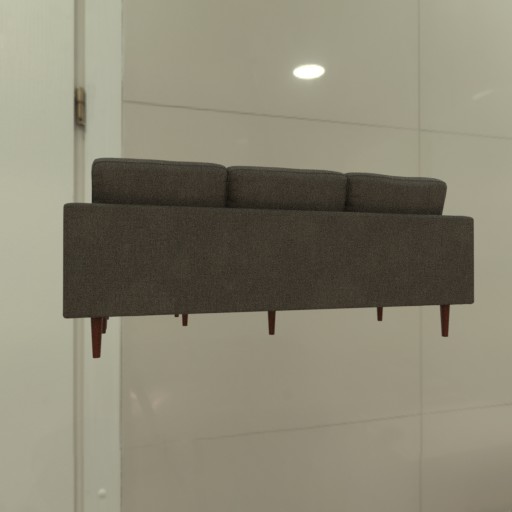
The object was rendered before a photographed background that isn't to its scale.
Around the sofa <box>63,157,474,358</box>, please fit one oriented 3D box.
[{"bbox_3d":[0.000,0.000,2.976,2.233,0.956,1.504,0,0,-17],"label":"sofa"}]
